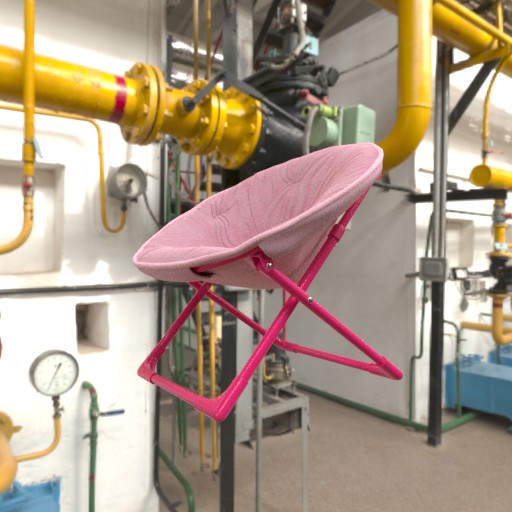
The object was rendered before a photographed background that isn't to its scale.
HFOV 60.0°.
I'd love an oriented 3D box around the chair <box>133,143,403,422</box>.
[{"bbox_3d":[0.000,0.000,0.892,0.459,0.494,0.522,0,1,-37],"label":"chair"}]
